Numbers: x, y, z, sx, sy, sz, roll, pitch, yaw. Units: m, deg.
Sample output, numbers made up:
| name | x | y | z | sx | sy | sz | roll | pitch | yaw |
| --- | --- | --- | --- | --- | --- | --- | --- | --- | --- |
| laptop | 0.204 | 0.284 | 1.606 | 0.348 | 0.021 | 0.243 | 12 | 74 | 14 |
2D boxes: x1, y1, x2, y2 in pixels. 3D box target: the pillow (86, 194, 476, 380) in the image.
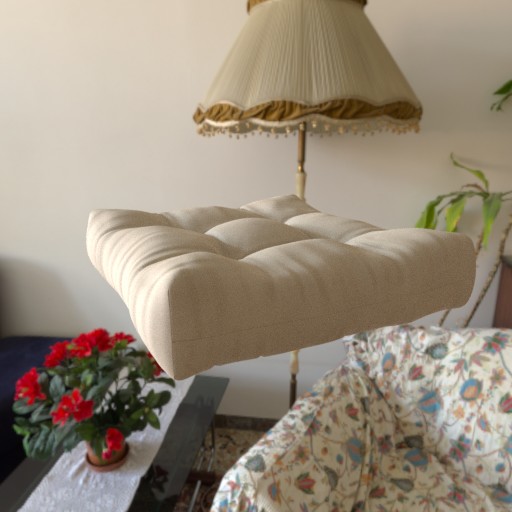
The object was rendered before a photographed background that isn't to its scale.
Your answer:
| name | x | y | z | sx | sy | sz | roll | pitch | yaw |
| --- | --- | --- | --- | --- | --- | --- | --- | --- | --- |
| pillow | 0.000 | 0.000 | 0.720 | 0.468 | 0.128 | 0.490 | -8 | 17 | -27 |
